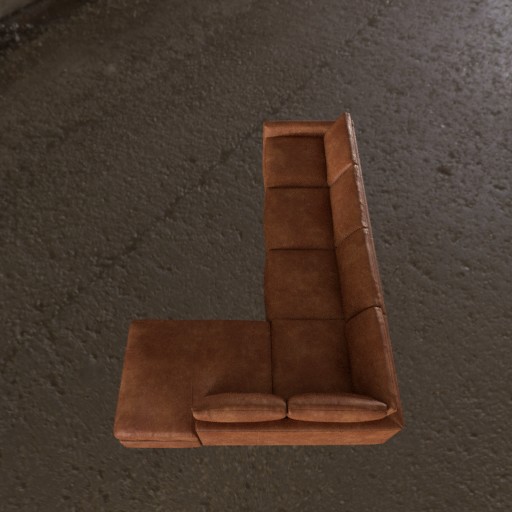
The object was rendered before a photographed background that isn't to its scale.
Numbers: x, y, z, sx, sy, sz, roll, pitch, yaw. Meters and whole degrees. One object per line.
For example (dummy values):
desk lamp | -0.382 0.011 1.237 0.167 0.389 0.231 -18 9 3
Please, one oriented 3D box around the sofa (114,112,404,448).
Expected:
sofa | 0.000 0.000 3.816 1.938 0.877 2.984 0 58 0
